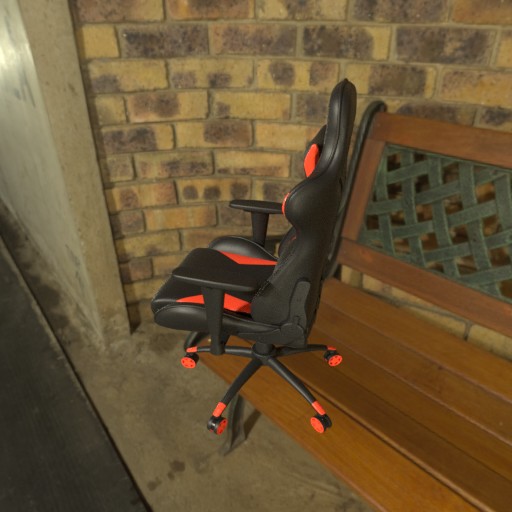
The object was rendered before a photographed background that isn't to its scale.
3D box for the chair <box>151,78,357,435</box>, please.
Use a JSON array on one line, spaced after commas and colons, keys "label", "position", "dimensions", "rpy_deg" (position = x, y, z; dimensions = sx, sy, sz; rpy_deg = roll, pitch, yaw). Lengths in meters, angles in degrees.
[{"label": "chair", "position": [0.000, 0.000, 1.692], "dimensions": [0.730, 1.282, 0.695], "rpy_deg": [8, 31, 13]}]
